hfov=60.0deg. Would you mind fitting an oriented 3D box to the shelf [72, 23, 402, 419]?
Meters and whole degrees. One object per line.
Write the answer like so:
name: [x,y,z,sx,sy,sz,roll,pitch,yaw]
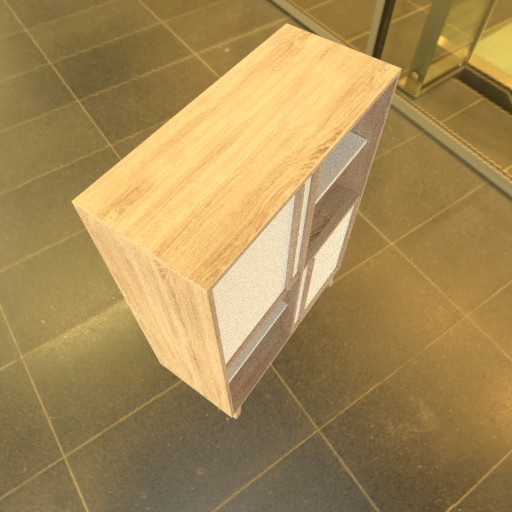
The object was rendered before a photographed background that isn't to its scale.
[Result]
shelf: [0.000,0.000,1.871,0.450,1.390,1.000,31,63,18]
